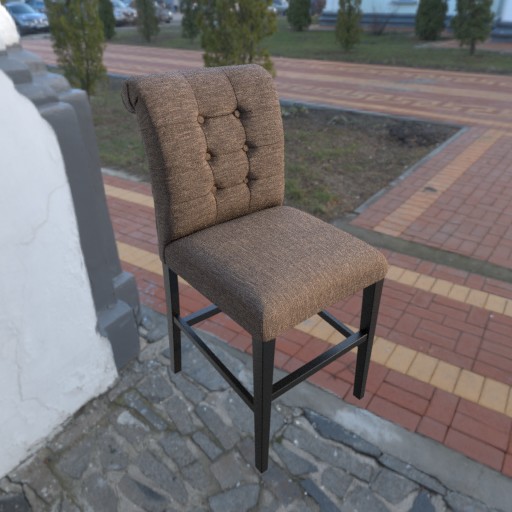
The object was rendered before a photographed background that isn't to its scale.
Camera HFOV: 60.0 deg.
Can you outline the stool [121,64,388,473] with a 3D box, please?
[{"bbox_3d":[0.000,0.000,1.298,0.457,0.970,0.611,-22,37,-33],"label":"stool"}]
